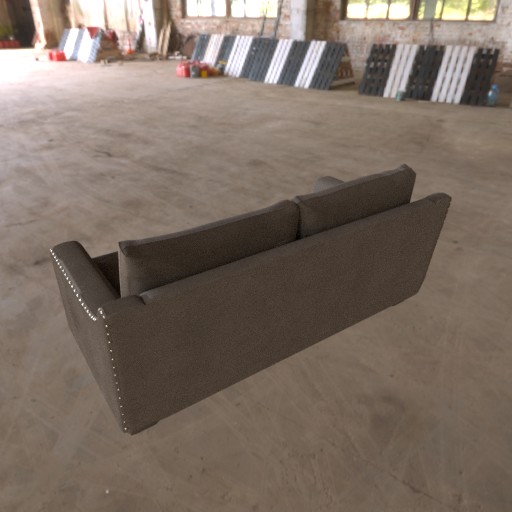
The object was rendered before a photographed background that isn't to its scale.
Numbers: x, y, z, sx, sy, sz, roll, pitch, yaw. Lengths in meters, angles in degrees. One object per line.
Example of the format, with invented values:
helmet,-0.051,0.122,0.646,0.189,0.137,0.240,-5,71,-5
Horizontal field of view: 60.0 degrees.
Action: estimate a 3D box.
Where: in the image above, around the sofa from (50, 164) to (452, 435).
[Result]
sofa,0.000,0.000,3.252,2.550,1.196,1.336,-19,35,-29
